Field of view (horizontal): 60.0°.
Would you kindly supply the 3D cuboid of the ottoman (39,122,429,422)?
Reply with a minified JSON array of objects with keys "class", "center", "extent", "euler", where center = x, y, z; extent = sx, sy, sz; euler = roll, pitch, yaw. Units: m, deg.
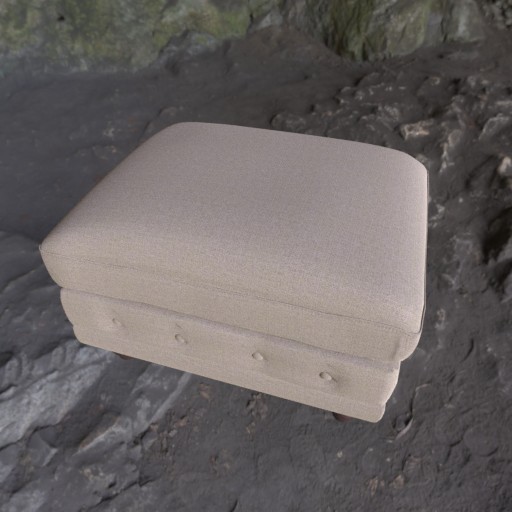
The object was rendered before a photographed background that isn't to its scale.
[{"class":"ottoman","center":[0.000,0.000,1.008],"extent":[0.684,0.463,0.541],"euler":[12,42,14]}]
